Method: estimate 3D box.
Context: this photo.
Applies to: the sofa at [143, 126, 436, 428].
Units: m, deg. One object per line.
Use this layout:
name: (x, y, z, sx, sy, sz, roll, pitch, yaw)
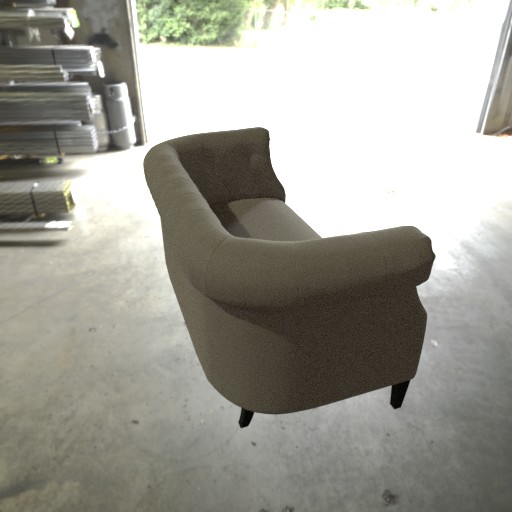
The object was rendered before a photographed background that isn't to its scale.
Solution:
sofa: (0.000, 0.000, 2.045, 0.835, 0.827, 1.558, -10, 31, -17)
